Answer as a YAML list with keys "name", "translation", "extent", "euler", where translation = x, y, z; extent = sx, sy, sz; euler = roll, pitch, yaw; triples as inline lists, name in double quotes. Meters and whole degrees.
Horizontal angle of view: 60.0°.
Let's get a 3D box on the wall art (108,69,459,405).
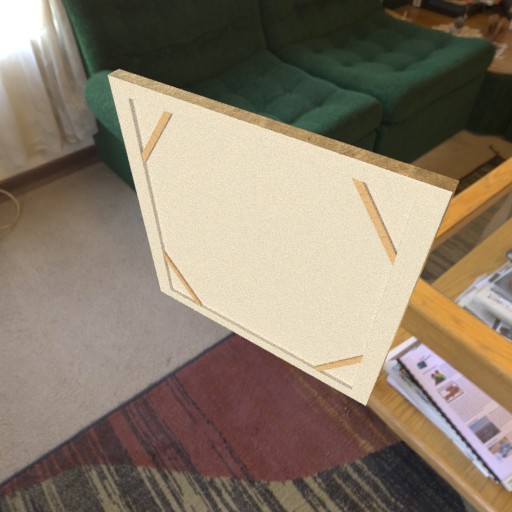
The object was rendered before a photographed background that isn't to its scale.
- name: "wall art"
  translation: [0.000, 0.000, 1.615]
  extent: [1.092, 1.091, 0.051]
  euler: [25, 52, 22]
